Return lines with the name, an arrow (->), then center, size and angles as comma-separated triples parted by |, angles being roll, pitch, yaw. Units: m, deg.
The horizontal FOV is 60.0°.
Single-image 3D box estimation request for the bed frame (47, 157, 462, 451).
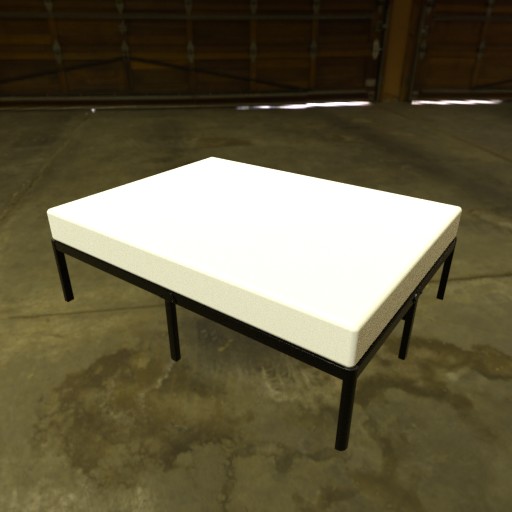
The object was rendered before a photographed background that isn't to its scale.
bed frame -> 0.000, 0.000, 2.852 | 2.072, 0.659, 1.557 | 18, 32, 31
